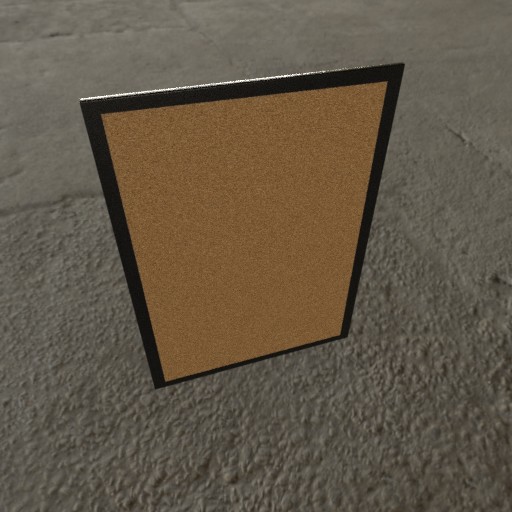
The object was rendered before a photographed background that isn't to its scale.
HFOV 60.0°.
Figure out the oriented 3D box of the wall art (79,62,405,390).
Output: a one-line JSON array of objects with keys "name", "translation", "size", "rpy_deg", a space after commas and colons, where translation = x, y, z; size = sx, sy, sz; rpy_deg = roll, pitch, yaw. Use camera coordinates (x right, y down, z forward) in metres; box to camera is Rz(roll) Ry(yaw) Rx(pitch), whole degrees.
[{"name": "wall art", "translation": [0.000, 0.000, 1.240], "size": [0.707, 0.967, 0.013], "rpy_deg": [-12, 42, -14]}]
